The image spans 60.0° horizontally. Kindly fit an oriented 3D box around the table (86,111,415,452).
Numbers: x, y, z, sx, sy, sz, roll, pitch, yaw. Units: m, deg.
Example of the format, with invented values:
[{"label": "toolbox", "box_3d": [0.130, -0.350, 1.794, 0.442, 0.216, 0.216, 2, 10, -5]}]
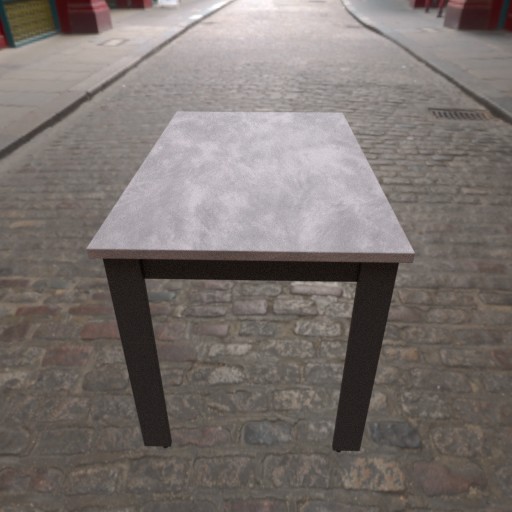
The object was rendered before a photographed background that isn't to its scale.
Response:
[{"label": "table", "box_3d": [0.000, 0.000, 1.601, 0.700, 0.734, 1.100, 1, 33, 1]}]
